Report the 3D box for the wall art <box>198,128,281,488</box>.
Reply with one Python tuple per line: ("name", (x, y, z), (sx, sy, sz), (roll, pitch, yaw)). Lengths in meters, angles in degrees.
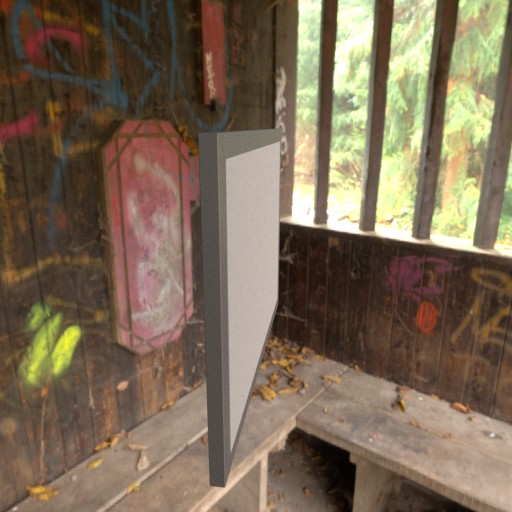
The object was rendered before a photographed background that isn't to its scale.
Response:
("wall art", (0.000, 0.000, 0.559), (0.016, 0.306, 0.432), (3, 17, 9))
